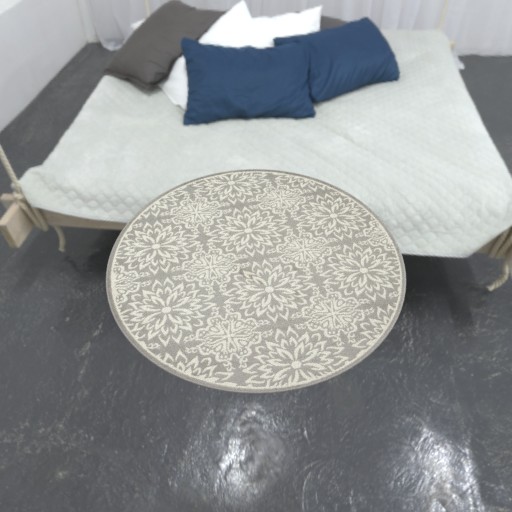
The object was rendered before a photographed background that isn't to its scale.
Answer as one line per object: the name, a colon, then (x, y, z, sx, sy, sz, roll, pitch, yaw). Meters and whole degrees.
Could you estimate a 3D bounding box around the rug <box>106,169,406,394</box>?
rug: (0.000, 0.000, 2.413, 1.593, 0.012, 1.593, 0, 47, 0)
